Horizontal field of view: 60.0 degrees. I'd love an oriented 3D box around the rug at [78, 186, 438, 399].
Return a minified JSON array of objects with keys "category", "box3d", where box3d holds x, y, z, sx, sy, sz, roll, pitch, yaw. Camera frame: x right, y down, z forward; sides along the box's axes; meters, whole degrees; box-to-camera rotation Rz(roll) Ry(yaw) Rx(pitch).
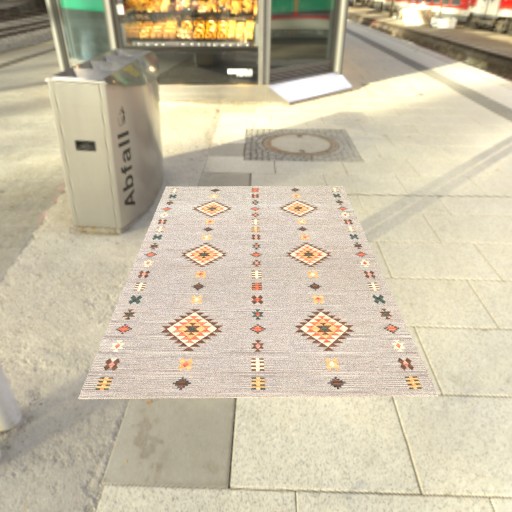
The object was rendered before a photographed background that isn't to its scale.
[{"category":"rug","box3d":[0.000,0.000,2.270,1.217,0.005,1.818,0,32,-1]}]
